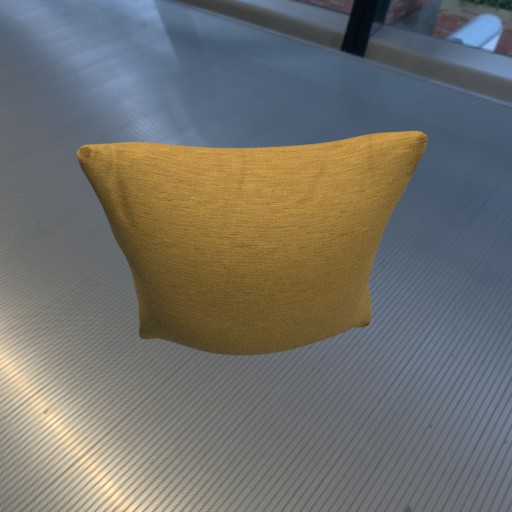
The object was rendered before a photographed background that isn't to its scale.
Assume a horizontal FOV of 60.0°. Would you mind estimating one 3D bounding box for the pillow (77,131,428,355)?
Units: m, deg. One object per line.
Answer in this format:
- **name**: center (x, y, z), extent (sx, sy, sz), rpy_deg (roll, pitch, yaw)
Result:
- **pillow**: center (0.000, 0.000, 0.690), extent (0.435, 0.417, 0.247), rpy_deg (-3, 47, -3)
